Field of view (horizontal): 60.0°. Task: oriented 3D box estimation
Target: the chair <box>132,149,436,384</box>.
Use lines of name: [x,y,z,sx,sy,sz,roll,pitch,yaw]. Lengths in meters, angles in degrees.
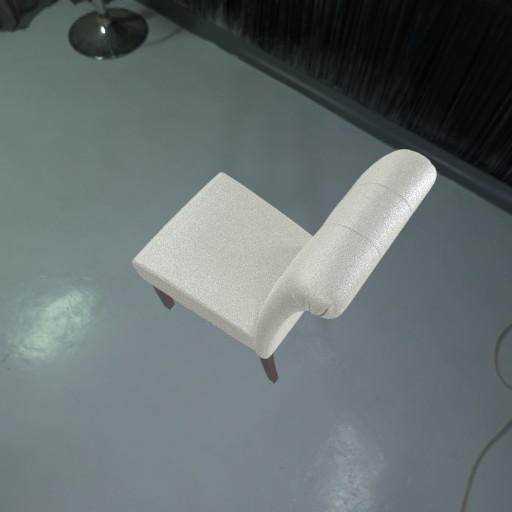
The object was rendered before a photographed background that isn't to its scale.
chair: [0.000,0.000,1.353,0.671,1.006,0.456,34,67,16]
